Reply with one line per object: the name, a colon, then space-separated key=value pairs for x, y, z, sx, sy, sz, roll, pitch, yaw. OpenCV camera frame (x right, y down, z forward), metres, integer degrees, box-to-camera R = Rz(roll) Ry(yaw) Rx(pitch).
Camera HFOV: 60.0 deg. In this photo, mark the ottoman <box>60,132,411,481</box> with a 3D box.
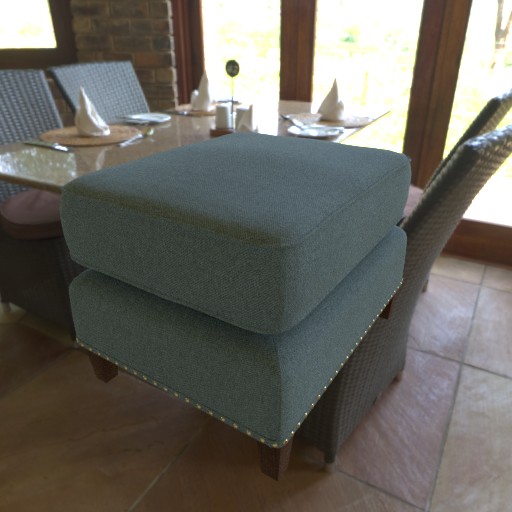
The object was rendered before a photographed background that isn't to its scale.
ottoman: x=0.000 y=0.000 z=1.130 sx=0.589 sy=0.537 sz=0.738 roll=16 pitch=31 yaw=29
